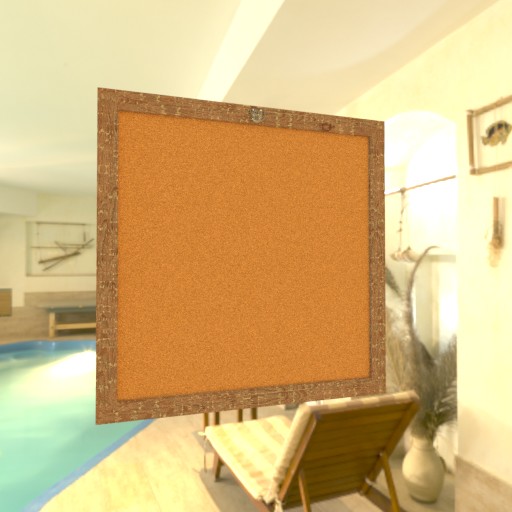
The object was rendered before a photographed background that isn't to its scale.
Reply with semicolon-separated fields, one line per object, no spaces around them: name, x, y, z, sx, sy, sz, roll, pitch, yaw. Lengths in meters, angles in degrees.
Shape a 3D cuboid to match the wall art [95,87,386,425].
wall art;0.000;0.000;0.561;0.380;0.380;0.022;0;-1;-19
